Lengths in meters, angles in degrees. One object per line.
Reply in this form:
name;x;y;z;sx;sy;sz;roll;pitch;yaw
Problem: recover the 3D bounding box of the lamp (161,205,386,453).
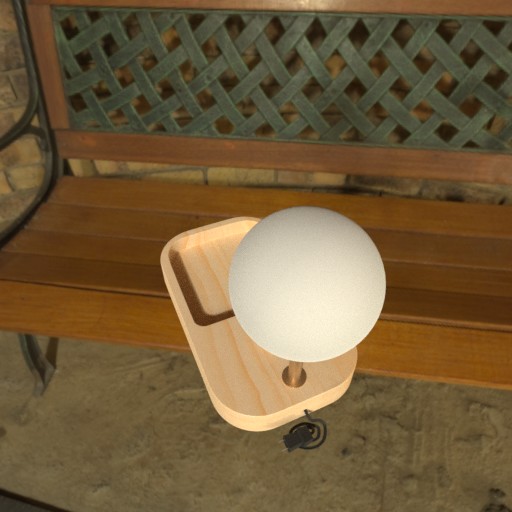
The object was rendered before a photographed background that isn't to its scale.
lamp;0.000;0.000;0.472;0.173;0.253;0.331;-18;48;-16
